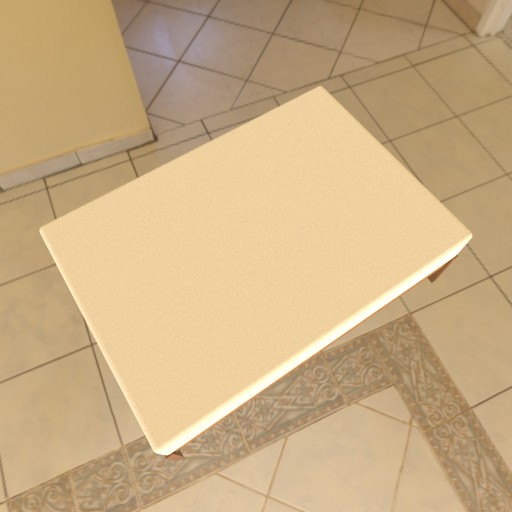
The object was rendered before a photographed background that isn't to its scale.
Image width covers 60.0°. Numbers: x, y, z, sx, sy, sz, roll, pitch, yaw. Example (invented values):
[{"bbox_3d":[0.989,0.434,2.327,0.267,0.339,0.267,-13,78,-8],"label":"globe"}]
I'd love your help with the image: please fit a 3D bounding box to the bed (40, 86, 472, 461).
[{"bbox_3d":[0.000,0.000,2.629,1.927,0.616,1.348,-31,67,-14],"label":"bed"}]
